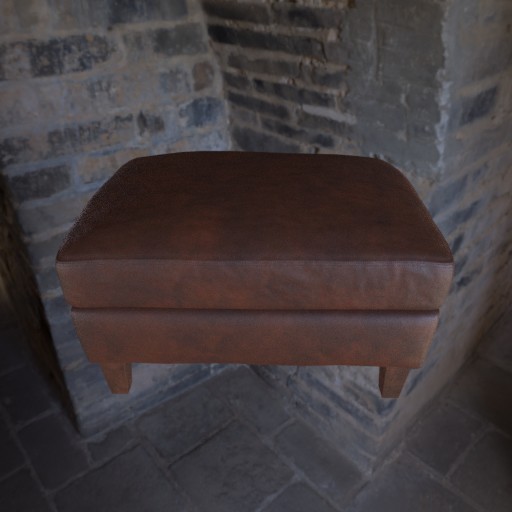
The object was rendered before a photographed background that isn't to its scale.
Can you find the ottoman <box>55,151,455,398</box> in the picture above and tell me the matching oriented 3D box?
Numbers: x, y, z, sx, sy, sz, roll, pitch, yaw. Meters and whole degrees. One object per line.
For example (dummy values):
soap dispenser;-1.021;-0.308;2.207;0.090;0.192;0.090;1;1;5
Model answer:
ottoman;0.000;0.000;1.279;0.887;0.527;0.659;1;32;1
